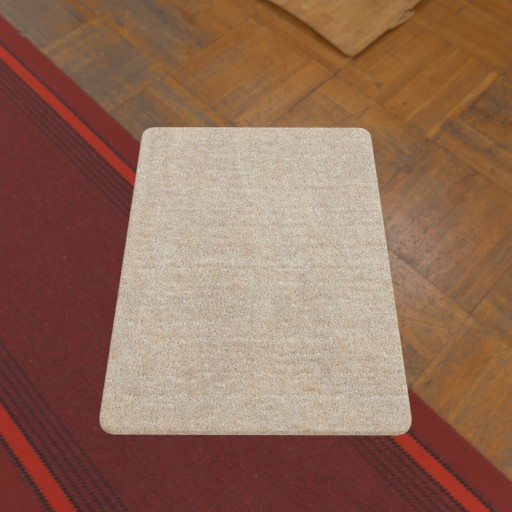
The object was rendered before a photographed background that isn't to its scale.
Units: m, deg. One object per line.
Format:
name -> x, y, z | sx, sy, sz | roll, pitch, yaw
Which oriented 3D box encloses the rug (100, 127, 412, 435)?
rug -> 0.000, 0.000, 3.372 | 2.009, 0.048, 2.528 | 0, 64, 0
